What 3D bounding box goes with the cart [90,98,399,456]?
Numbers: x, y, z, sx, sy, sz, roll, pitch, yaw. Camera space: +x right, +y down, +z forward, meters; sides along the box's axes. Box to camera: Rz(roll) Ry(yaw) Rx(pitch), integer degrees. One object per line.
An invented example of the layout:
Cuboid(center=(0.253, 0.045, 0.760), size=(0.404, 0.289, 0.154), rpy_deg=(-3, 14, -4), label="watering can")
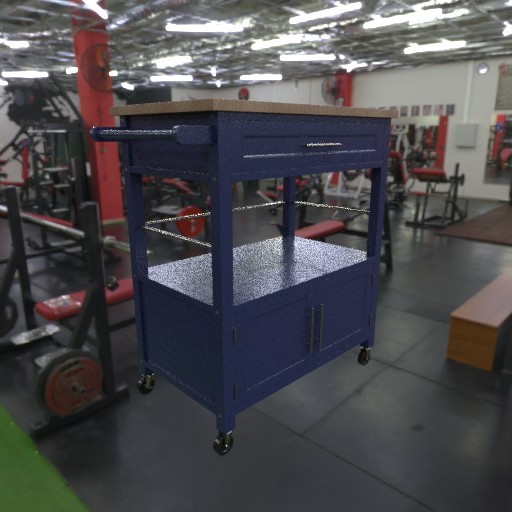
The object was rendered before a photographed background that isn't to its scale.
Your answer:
Cuboid(center=(0.000, 0.000, 1.421), size=(0.840, 0.901, 0.459), rpy_deg=(-15, 21, -42), label="cart")
